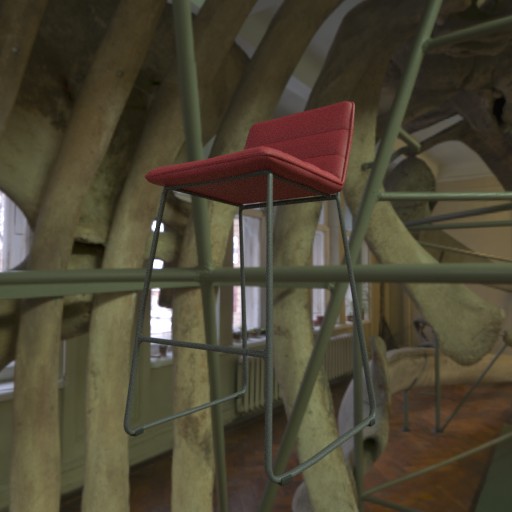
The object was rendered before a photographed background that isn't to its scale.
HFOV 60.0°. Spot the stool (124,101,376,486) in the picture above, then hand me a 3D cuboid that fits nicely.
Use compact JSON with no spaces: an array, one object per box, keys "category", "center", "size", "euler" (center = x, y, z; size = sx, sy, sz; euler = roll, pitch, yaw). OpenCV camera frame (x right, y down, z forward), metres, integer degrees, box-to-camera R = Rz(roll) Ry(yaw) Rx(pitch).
[{"category":"stool","center":[0.000,0.000,1.216],"size":[0.489,0.937,0.524],"euler":[-2,-3,36]}]
